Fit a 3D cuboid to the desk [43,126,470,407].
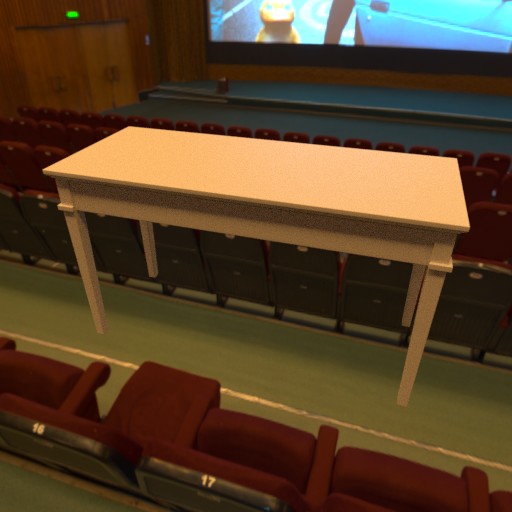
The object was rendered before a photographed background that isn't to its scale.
[{"bbox_3d":[0.000,0.000,1.784,1.372,0.774,0.559,10,33,15],"label":"desk"}]
